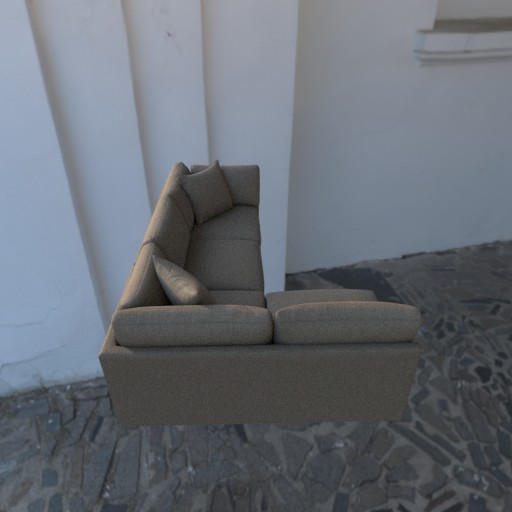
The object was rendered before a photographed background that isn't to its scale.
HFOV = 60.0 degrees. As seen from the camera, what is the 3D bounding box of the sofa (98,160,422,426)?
[{"bbox_3d":[0.000,0.000,4.020,1.994,0.978,2.896,-1,32,-1],"label":"sofa"}]
